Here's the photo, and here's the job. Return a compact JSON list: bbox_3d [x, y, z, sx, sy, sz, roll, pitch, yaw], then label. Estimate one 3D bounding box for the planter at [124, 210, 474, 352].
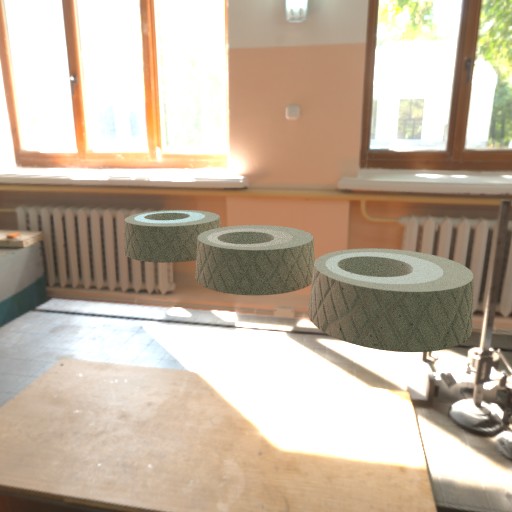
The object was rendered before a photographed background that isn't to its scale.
[{"bbox_3d":[0.000,0.000,0.415,0.114,0.038,0.390,-14,20,-42],"label":"planter"}]
